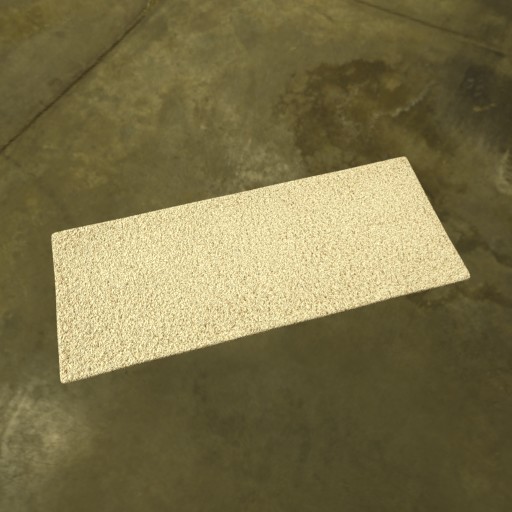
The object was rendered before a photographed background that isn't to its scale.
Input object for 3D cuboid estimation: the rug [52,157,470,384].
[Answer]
[{"bbox_3d":[0.000,0.000,1.725,1.524,0.030,0.609,-13,63,-7],"label":"rug"}]
